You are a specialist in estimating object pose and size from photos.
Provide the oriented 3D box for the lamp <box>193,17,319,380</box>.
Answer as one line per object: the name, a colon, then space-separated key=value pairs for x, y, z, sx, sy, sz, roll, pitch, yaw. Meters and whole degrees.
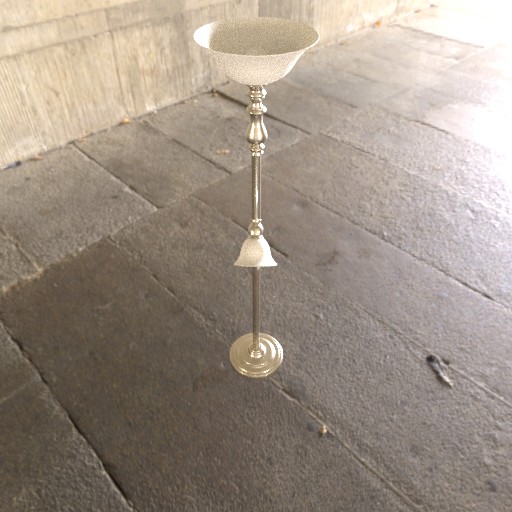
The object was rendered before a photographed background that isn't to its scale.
lamp: x=0.000 y=0.000 z=1.971 sx=0.405 sy=1.785 sz=0.575 roll=0 pitch=42 yaw=0
